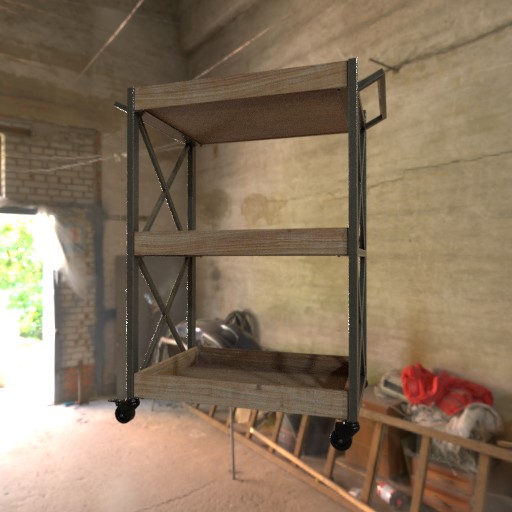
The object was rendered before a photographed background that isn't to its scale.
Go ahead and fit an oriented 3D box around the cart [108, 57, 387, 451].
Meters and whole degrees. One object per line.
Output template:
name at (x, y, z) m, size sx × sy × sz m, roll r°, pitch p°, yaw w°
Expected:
cart at (0.000, 0.000, 1.192) m, size 0.673 × 0.835 × 0.377 m, roll 0°, pitch 0°, yaw 17°
